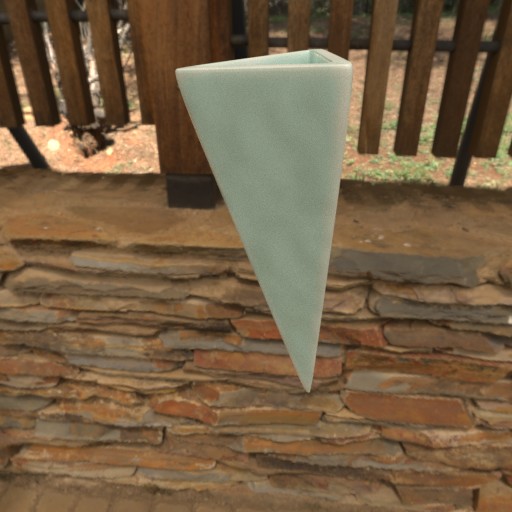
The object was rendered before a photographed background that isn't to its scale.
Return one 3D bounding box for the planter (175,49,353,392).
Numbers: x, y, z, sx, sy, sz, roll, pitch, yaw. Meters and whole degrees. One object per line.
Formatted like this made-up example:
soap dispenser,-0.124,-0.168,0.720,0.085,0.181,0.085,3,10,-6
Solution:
planter,0.000,0.000,0.215,0.064,0.178,0.080,0,28,0
